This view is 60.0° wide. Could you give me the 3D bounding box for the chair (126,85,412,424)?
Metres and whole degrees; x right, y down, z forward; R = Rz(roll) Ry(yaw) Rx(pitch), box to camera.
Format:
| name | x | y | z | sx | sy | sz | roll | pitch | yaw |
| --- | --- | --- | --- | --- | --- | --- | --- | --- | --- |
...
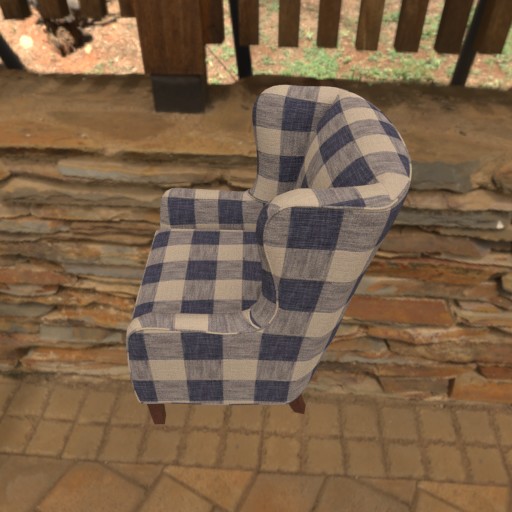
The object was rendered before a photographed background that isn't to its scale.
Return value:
| name | x | y | z | sx | sy | sz | roll | pitch | yaw |
| --- | --- | --- | --- | --- | --- | --- | --- | --- | --- |
| chair | 0.000 | 0.000 | 1.687 | 0.889 | 1.041 | 0.830 | -1 | 40 | -1 |
